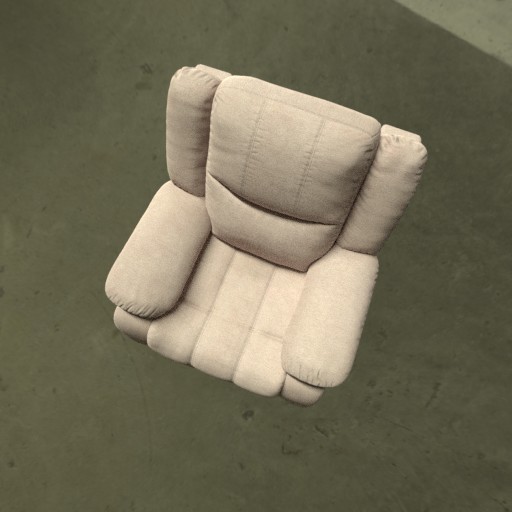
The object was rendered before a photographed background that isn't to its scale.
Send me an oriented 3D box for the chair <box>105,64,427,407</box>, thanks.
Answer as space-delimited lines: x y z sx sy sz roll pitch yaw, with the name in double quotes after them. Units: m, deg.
0.000 0.000 1.693 0.899 1.008 0.944 20 74 6 "chair"
